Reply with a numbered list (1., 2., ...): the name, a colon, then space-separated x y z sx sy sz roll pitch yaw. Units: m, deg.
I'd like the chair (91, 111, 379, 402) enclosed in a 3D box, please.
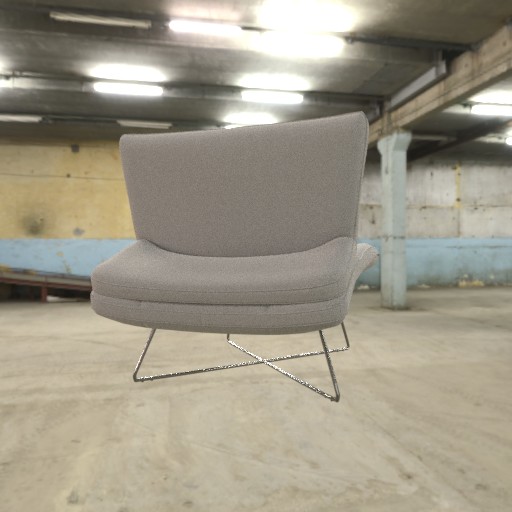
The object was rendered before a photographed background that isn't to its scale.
1. chair: 0.000 0.000 1.657 0.859 0.855 1.008 0 0 18
